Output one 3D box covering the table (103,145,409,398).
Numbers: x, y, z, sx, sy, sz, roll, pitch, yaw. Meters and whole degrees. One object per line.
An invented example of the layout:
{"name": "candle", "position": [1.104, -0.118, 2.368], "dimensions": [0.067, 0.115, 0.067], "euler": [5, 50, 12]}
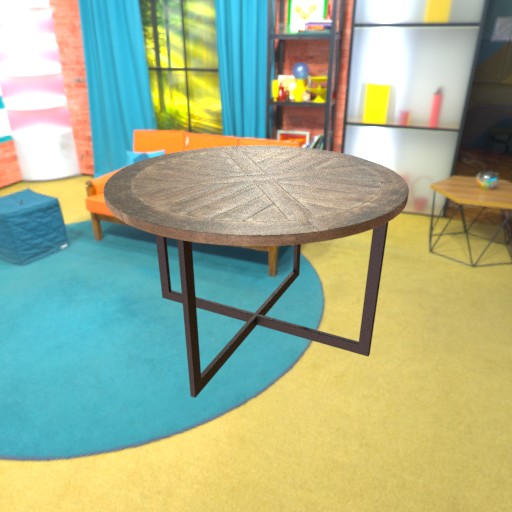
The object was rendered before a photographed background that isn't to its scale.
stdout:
{"name": "table", "position": [0.000, 0.000, 2.085], "dimensions": [1.264, 0.762, 1.264], "euler": [0, 26, 0]}
